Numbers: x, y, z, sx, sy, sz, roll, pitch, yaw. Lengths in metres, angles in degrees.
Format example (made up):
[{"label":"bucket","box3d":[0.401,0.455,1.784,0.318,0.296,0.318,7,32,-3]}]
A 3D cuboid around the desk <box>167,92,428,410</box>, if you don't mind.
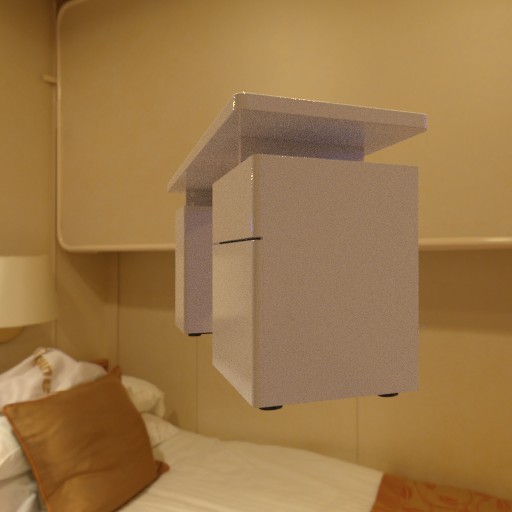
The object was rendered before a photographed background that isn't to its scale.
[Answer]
[{"label":"desk","box3d":[0.000,0.000,1.781,0.550,0.762,1.400,0,0,-18]}]
